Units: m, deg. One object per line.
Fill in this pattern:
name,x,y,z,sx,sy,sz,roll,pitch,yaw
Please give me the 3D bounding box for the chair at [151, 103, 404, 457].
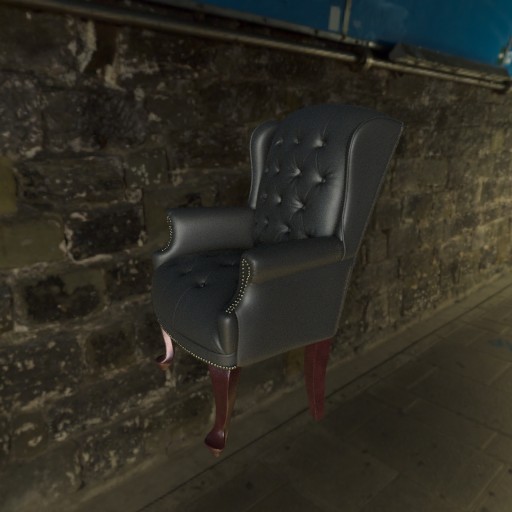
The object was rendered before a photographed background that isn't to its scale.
chair,0.000,0.000,1.685,0.762,1.111,0.838,-8,18,-26
